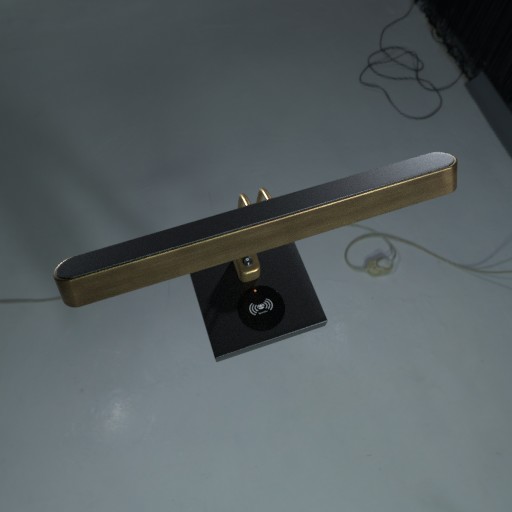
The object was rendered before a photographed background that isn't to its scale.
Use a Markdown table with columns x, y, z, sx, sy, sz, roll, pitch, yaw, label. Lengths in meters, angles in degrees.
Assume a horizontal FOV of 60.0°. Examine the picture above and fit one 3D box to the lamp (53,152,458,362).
| x | y | z | sx | sy | sz | roll | pitch | yaw | label |
| --- | --- | --- | --- | --- | --- | --- | --- | --- | --- |
| 0.000 | 0.000 | 0.586 | 0.412 | 0.345 | 0.156 | -17 | 66 | -8 | lamp |
